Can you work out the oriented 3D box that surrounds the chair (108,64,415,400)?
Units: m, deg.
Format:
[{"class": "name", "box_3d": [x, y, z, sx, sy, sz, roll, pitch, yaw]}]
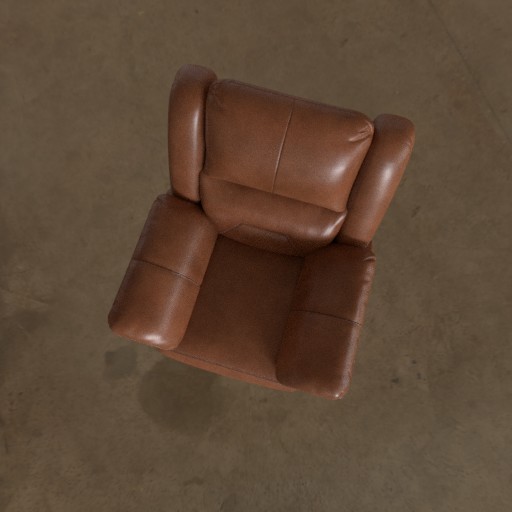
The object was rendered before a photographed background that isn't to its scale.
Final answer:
[{"class": "chair", "box_3d": [0.000, 0.000, 1.903, 0.990, 1.093, 1.041, 16, 76, 4]}]
